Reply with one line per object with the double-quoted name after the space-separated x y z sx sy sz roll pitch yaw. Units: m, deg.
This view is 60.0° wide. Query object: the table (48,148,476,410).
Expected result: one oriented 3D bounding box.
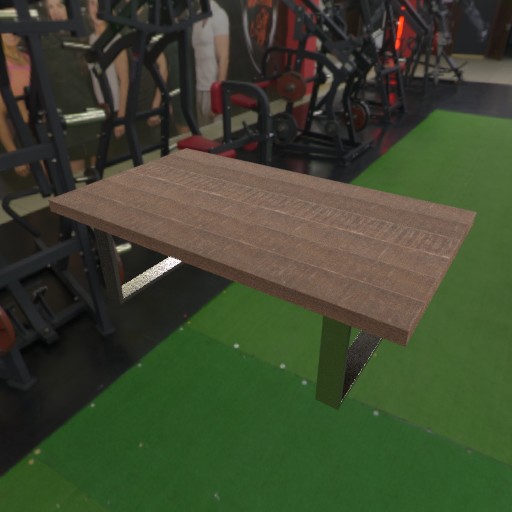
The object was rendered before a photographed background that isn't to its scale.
0.000 0.000 1.776 1.400 0.440 0.800 19 35 29 "table"
